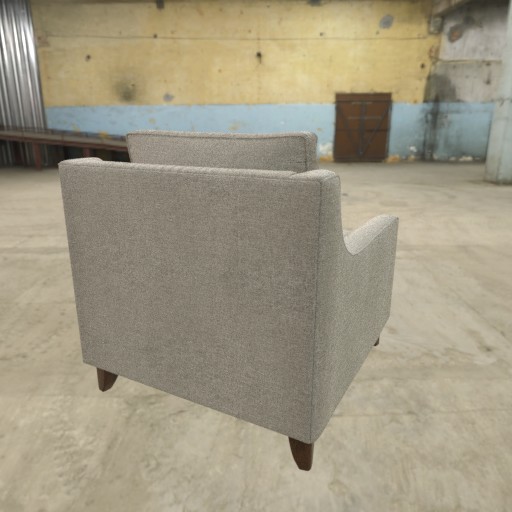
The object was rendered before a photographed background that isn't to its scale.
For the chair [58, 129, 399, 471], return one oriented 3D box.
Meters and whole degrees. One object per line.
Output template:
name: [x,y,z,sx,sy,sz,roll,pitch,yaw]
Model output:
chair: [0.000,0.000,1.570,0.838,0.864,0.918,9,19,28]
